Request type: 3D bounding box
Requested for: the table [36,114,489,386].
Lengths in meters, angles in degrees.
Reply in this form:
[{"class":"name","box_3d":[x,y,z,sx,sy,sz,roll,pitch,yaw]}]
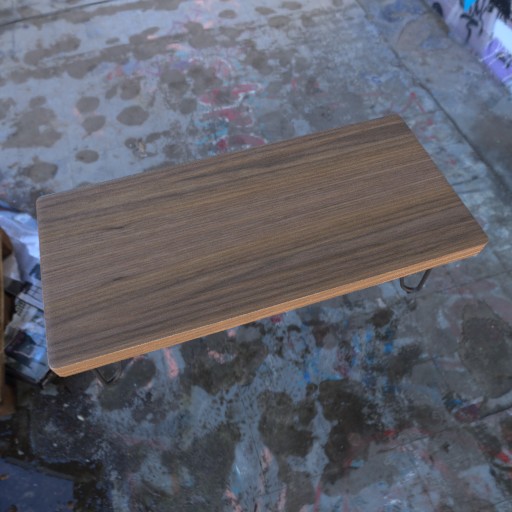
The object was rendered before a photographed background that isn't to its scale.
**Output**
[{"class":"table","box_3d":[0.000,0.000,1.657,1.375,0.468,0.637,-15,59,-9]}]
